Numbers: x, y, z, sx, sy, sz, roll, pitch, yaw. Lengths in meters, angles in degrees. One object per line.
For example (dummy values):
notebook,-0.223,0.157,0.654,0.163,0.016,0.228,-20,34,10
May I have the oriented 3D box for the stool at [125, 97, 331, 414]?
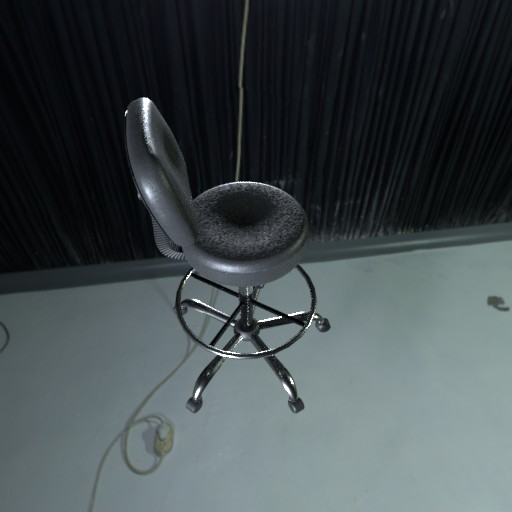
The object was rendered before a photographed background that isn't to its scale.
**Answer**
stool,0.000,0.000,1.498,0.658,1.069,0.694,-10,47,-9
